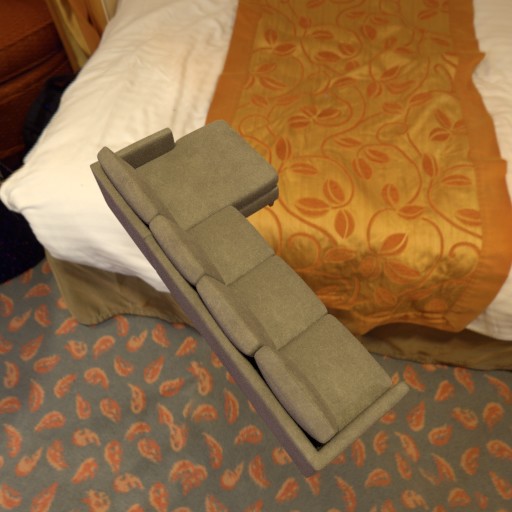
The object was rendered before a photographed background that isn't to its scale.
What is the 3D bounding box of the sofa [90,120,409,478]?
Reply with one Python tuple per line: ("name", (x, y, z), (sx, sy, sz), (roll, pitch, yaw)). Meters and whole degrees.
("sofa", (0.000, 0.000, 4.136), (1.604, 0.950, 3.471), (-33, 64, -18))
